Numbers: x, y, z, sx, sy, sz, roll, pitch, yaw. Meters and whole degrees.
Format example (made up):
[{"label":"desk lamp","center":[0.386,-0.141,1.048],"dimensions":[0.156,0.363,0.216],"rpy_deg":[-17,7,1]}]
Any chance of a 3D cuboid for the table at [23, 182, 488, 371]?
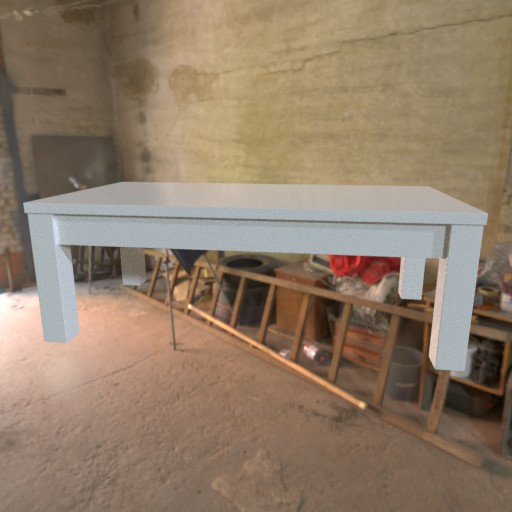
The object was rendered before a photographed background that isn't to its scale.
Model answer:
[{"label":"table","center":[0.000,0.000,1.667],"dimensions":[1.350,0.470,0.700],"rpy_deg":[2,15,8]}]
